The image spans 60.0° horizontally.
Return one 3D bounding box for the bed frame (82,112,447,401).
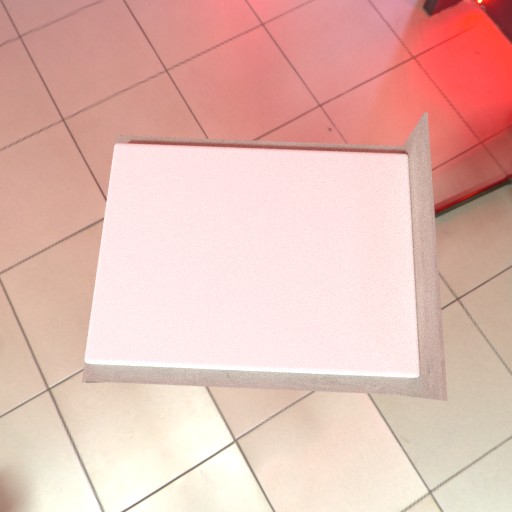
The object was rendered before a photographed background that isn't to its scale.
[{"bbox_3d":[0.000,0.000,2.798,1.960,0.800,1.622,2,75,1],"label":"bed frame"}]
